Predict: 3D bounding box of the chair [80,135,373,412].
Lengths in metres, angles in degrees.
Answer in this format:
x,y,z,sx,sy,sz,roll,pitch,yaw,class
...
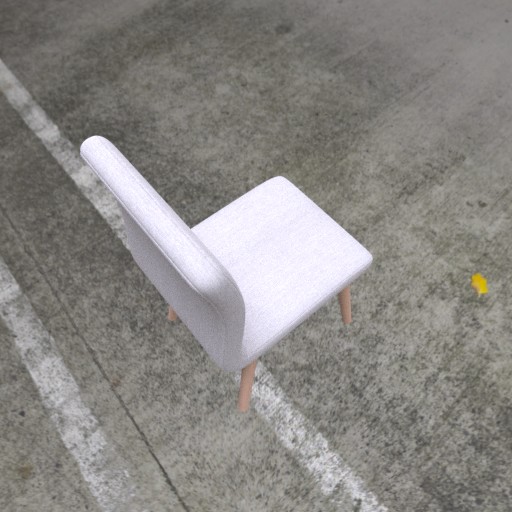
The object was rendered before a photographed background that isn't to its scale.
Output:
x,y,z,sx,sy,sz,roll,pitch,yaw,class
0.000,0.000,1.193,0.550,0.885,0.435,-35,65,-19,chair
